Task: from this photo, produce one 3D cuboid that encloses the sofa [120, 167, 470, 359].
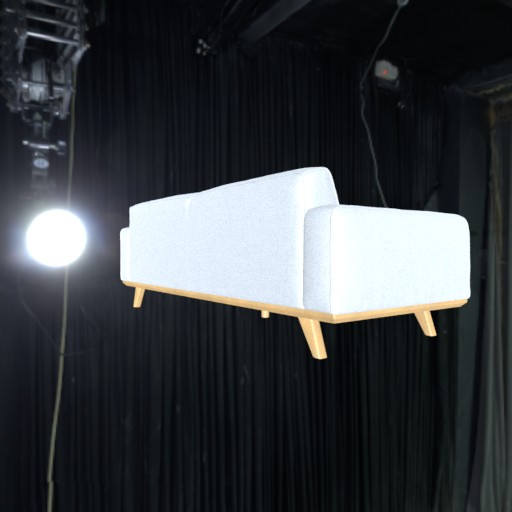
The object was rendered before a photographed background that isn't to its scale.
[{"bbox_3d":[0.000,0.000,2.767,0.956,0.781,2.270,-1,1,-36],"label":"sofa"}]
